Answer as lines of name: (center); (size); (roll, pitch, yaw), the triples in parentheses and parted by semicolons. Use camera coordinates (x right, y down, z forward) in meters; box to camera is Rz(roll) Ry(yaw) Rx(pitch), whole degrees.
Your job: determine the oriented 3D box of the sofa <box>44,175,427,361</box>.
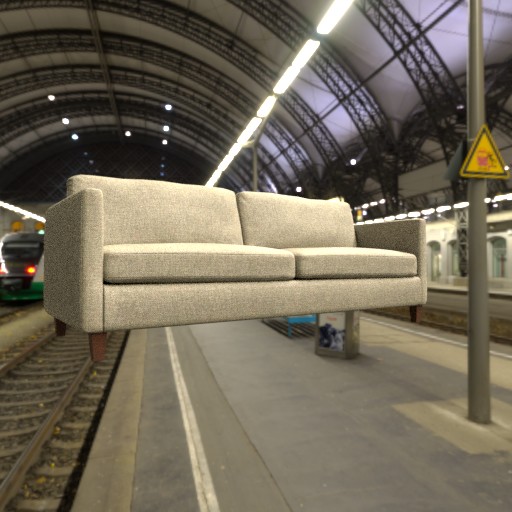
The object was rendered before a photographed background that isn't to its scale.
sofa: (0.000, 0.000, 2.927); (2.434, 0.951, 0.948); (1, -1, -34)
